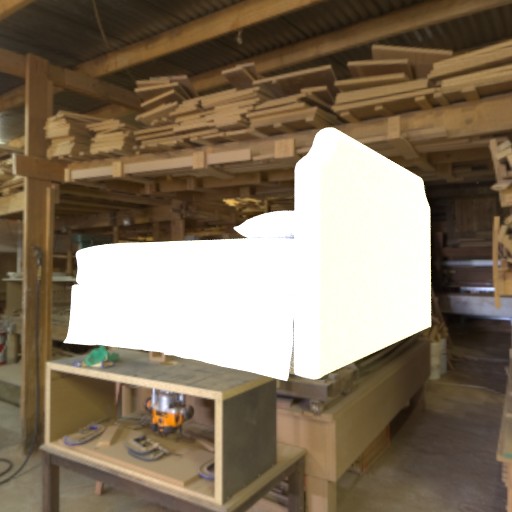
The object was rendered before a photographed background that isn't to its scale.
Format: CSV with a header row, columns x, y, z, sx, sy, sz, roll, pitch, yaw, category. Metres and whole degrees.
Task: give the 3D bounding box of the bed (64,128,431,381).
x,y,z,sx,sy,sz,roll,pitch,yaw,category
0.000,0.000,3.590,2.204,1.301,2.160,-1,-1,35,bed
